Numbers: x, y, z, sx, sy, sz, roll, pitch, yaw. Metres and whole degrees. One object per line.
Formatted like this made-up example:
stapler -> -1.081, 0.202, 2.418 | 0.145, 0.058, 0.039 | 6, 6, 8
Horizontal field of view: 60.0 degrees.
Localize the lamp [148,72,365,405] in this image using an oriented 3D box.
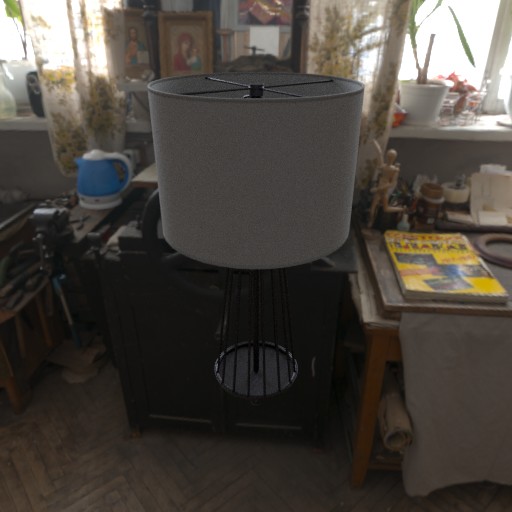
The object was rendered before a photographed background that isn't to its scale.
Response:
lamp -> 0.000, 0.000, 0.809 | 0.322, 0.593, 0.322 | -18, 33, -30
